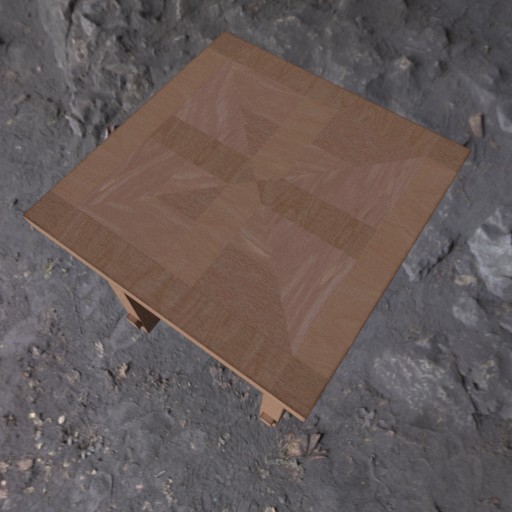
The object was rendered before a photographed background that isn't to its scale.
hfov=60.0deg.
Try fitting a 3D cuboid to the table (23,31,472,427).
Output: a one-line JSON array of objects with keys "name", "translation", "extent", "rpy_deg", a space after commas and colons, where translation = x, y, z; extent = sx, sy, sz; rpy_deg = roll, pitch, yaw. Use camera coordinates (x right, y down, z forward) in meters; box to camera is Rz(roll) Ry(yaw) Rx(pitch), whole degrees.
[{"name": "table", "translation": [0.000, 0.000, 1.125], "extent": [0.610, 0.638, 0.612], "rpy_deg": [32, 68, 15]}]
